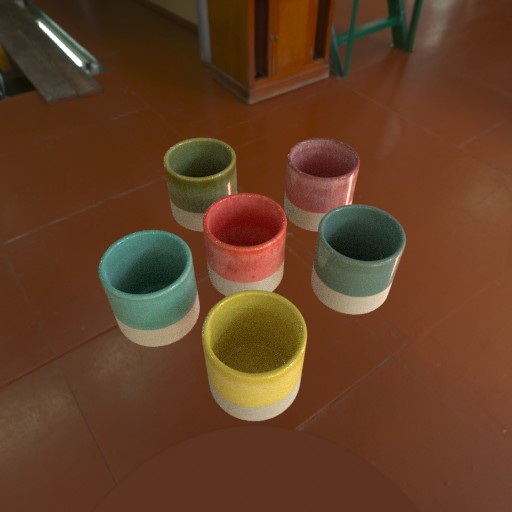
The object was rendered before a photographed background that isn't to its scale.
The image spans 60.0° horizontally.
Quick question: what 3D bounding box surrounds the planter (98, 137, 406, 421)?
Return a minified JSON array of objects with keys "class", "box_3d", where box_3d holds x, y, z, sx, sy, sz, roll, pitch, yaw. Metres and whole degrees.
[{"class":"planter","box_3d":[0.000,0.000,0.414,0.257,0.075,0.286,-2,47,-1]}]
